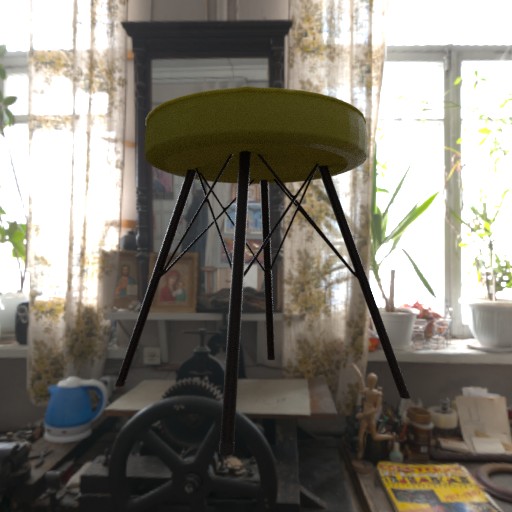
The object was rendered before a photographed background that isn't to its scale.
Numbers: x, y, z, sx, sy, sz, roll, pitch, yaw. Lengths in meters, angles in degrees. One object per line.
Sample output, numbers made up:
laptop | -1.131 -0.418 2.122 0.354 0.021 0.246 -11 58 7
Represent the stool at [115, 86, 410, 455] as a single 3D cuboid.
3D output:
stool | 0.000 0.000 0.836 0.409 0.508 0.409 0 -1 -37
